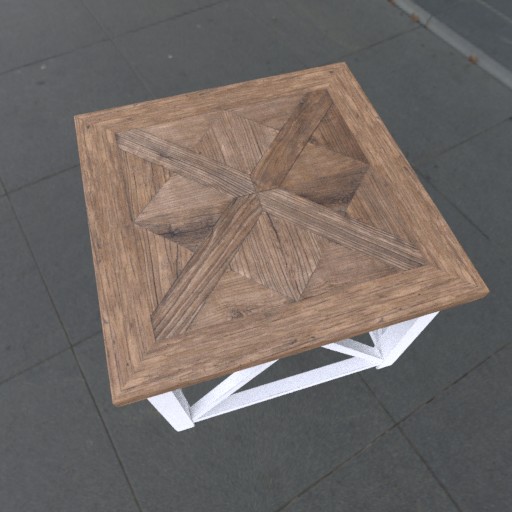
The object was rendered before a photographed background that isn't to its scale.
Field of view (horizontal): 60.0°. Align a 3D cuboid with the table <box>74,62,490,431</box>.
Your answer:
[{"bbox_3d":[0.000,0.000,1.172,0.700,0.532,0.700,-15,61,-8],"label":"table"}]
